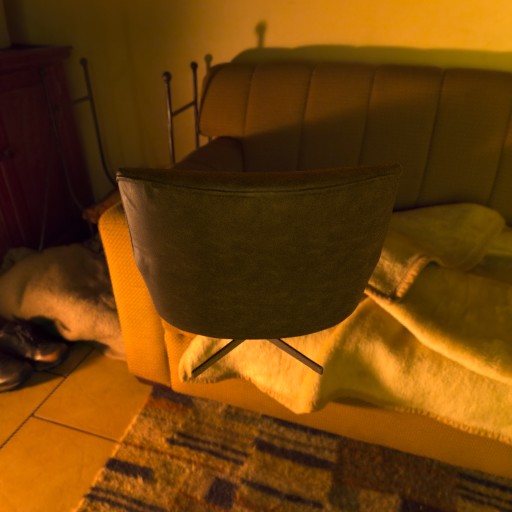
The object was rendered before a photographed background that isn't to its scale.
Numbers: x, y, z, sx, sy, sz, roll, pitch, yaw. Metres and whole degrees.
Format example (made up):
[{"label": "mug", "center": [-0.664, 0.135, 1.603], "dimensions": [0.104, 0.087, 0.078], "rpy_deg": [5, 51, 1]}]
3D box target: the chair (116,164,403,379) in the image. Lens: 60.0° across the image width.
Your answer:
[{"label": "chair", "center": [0.000, 0.000, 1.535], "dimensions": [0.738, 0.870, 0.874], "rpy_deg": [-1, 30, -2]}]
